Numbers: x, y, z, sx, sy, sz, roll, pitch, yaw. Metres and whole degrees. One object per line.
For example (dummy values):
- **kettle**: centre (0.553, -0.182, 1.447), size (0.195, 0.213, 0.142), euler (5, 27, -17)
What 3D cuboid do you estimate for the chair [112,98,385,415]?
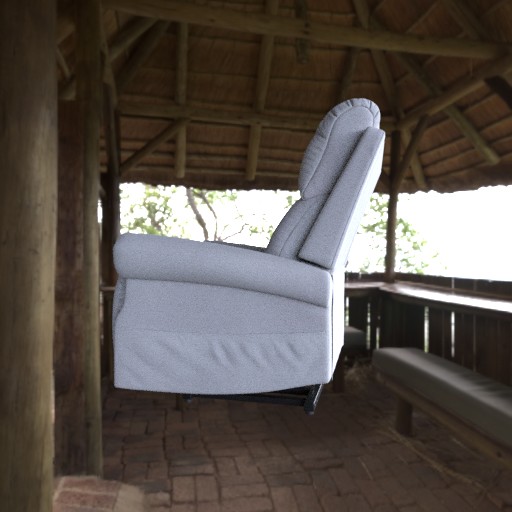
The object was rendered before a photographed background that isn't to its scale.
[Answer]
- **chair**: centre (0.000, 0.000, 1.783), size (0.979, 1.031, 0.871), euler (0, 0, 15)
